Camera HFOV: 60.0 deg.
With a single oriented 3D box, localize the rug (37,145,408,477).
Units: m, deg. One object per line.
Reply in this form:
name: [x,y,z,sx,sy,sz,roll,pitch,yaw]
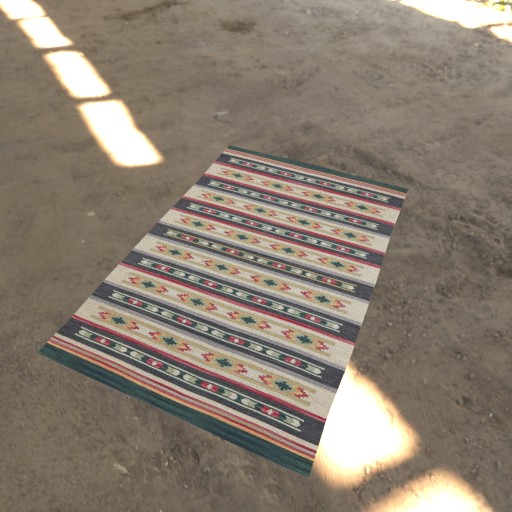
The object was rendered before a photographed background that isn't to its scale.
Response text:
rug: [0.000,0.000,2.291,1.221,0.009,1.825,18,48,17]
